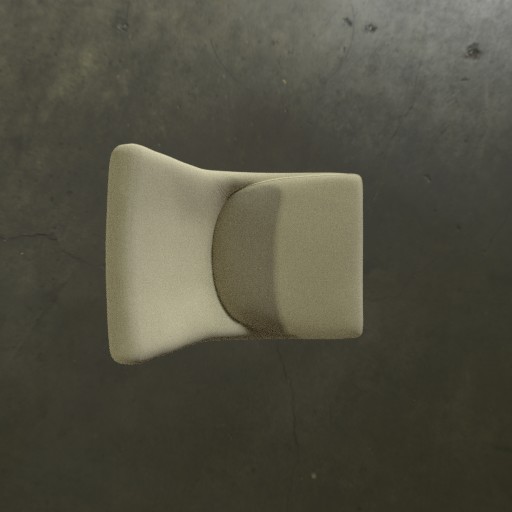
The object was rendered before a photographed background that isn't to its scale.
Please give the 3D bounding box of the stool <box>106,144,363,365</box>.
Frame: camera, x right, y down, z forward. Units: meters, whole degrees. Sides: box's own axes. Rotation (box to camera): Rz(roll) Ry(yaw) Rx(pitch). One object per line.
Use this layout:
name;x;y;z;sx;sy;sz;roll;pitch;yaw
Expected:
stool;0.000;0.000;1.305;0.577;0.981;0.470;0;90;0
